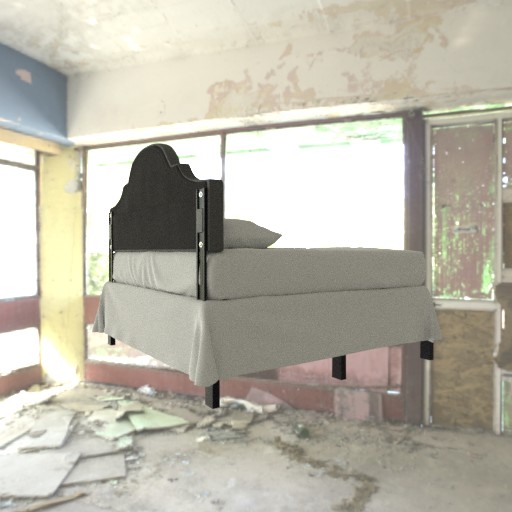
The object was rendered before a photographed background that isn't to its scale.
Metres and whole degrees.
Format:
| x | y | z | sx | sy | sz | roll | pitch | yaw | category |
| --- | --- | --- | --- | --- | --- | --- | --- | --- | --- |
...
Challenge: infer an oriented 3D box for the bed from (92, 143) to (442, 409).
| x | y | z | sx | sy | sz | roll | pitch | yaw | category |
| --- | --- | --- | --- | --- | --- | --- | --- | --- | --- |
| 0.000 | 0.000 | 3.793 | 2.222 | 1.631 | 2.303 | 0 | 1 | -34 | bed |
